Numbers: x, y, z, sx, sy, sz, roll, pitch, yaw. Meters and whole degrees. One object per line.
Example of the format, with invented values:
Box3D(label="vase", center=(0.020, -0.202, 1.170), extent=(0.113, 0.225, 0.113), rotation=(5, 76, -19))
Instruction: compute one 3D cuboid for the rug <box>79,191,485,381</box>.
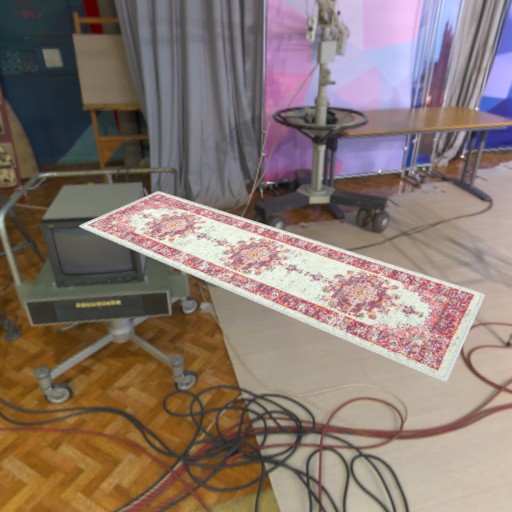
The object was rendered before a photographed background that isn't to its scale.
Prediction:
Box3D(label="rug", center=(0.000, 0.000, 2.007), extent=(1.824, 0.009, 0.562), rotation=(20, 36, 30))
